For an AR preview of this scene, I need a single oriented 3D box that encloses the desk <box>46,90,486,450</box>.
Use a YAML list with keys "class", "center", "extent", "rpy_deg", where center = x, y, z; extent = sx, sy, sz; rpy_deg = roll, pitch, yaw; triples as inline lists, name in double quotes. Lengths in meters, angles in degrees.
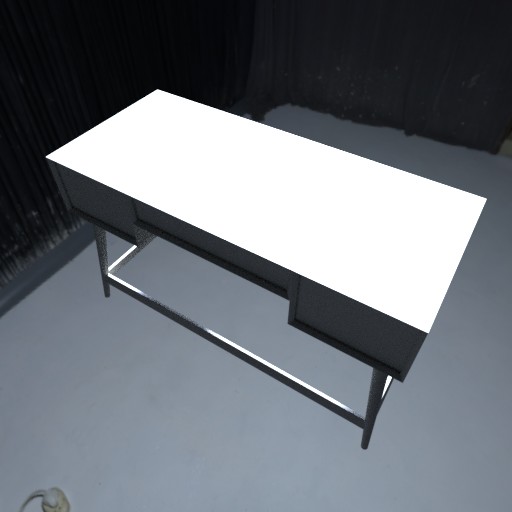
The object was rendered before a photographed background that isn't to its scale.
- class: "desk"
  center: [0.000, 0.000, 1.709]
  extent: [1.313, 0.762, 0.589]
  rpy_deg: [25, 52, 21]
